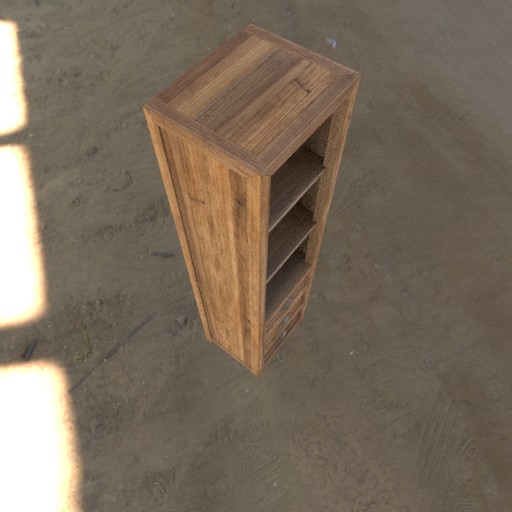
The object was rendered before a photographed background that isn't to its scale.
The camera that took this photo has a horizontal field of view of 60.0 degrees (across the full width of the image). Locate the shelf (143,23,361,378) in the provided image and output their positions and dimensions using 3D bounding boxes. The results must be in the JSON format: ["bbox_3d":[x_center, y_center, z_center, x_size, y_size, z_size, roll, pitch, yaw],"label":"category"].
[{"bbox_3d":[0.000,0.000,2.107,0.428,1.900,0.500,33,65,18],"label":"shelf"}]
